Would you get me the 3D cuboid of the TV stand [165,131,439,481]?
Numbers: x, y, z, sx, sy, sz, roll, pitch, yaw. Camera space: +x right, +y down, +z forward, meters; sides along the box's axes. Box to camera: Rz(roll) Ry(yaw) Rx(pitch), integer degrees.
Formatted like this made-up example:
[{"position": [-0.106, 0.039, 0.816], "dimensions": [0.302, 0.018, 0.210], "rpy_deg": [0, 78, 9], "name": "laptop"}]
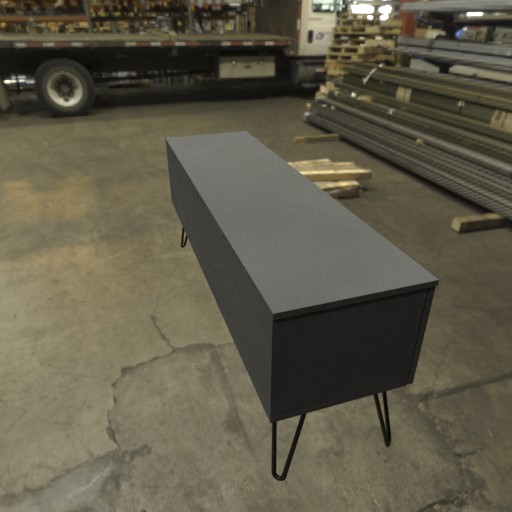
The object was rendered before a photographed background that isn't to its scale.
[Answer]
[{"position": [0.000, 0.000, 1.629], "dimensions": [0.400, 0.560, 1.400], "rpy_deg": [-9, 31, -16], "name": "TV stand"}]
